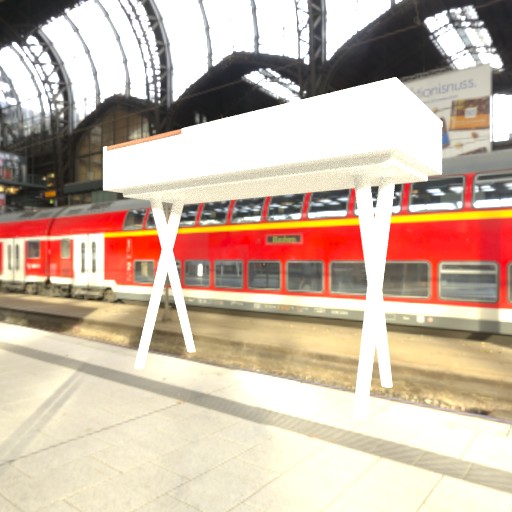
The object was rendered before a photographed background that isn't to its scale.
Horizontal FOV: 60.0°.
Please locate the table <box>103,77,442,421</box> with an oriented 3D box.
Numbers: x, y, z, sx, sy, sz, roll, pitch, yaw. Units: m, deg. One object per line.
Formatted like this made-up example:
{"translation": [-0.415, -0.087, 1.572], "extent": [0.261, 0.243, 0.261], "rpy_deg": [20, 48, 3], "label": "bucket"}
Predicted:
{"translation": [0.000, 0.000, 1.453], "extent": [1.066, 0.785, 0.418], "rpy_deg": [0, 0, 36], "label": "table"}
